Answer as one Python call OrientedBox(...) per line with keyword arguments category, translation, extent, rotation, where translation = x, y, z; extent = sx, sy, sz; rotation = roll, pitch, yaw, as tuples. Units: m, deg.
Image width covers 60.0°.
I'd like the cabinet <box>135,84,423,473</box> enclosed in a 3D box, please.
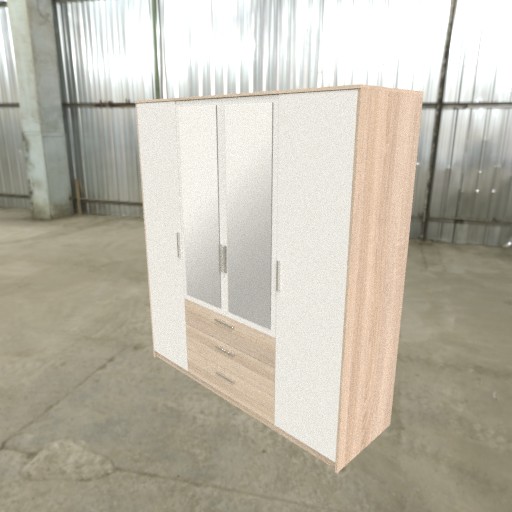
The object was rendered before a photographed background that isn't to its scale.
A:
OrientedBox(category="cabinet", translation=(0.000, 0.000, 3.044), extent=(1.870, 2.060, 0.620), rotation=(16, 22, 43))
